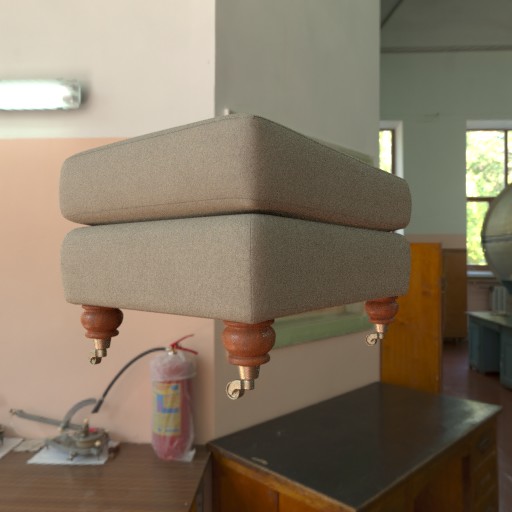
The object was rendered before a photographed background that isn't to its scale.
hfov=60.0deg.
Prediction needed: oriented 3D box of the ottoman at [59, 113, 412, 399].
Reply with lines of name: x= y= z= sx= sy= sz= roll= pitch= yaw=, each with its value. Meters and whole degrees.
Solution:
ottoman: x=0.000 y=0.000 z=1.121 sx=0.569 sy=0.504 sz=0.773 roll=0 pitch=-1 yaw=37
